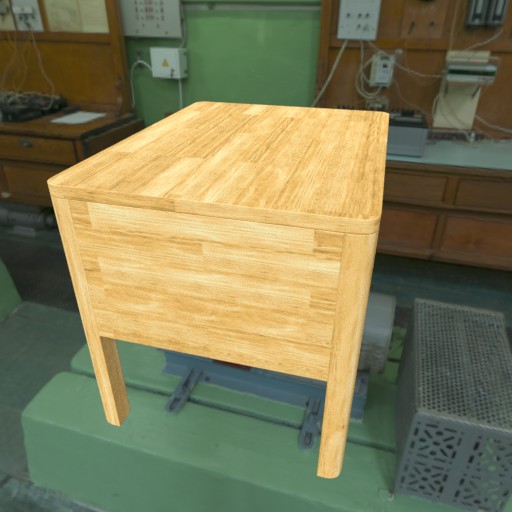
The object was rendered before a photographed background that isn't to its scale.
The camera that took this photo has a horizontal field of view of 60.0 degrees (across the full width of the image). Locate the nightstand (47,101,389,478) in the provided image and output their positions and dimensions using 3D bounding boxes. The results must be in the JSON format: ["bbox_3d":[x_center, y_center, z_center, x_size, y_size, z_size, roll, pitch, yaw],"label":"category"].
[{"bbox_3d":[0.000,0.000,0.889,0.440,0.470,0.560,8,31,13],"label":"nightstand"}]
